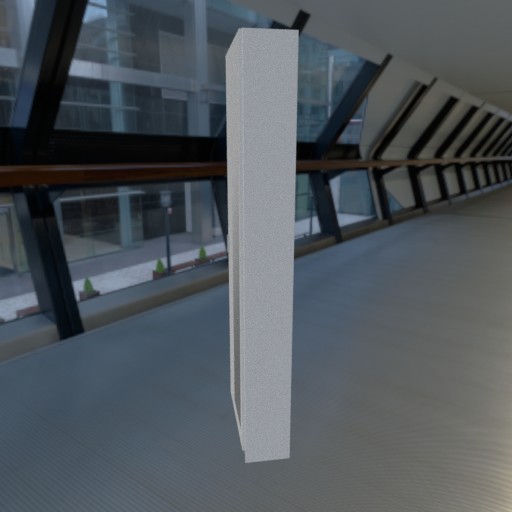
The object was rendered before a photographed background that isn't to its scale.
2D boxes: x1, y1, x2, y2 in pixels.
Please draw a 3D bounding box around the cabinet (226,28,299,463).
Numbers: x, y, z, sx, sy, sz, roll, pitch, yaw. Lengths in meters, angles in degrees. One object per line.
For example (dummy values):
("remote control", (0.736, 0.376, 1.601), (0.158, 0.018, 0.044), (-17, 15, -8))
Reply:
("cabinet", (0.000, 0.000, 2.034), (0.230, 1.790, 0.500), (-2, 14, -9))
